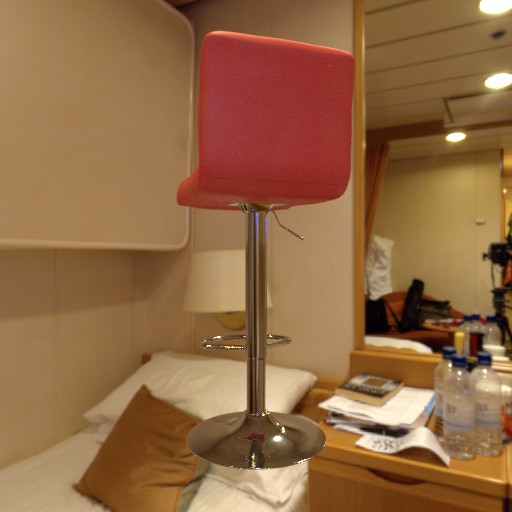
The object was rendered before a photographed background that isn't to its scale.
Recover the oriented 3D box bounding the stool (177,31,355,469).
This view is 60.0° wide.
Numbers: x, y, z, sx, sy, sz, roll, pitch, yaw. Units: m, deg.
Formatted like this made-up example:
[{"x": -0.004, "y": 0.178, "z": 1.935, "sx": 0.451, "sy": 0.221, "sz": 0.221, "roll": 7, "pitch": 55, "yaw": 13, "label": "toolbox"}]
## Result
[{"x": 0.000, "y": 0.000, "z": 1.361, "sx": 0.430, "sy": 1.115, "sz": 0.505, "roll": 0, "pitch": 0, "yaw": -18, "label": "stool"}]
